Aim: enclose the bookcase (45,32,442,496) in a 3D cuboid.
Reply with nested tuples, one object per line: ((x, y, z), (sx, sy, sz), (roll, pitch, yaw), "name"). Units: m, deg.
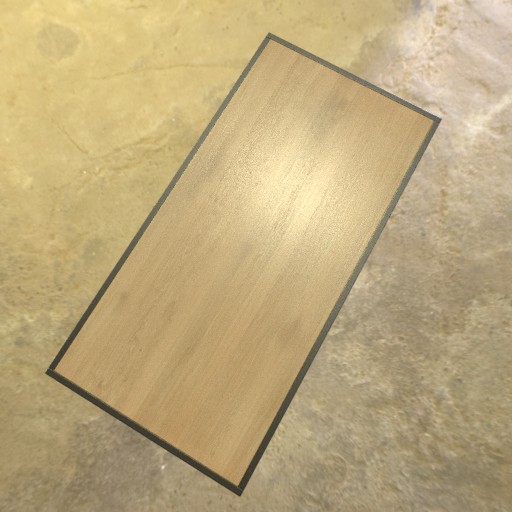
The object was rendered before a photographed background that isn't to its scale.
((0.000, 0.000, 1.236), (0.500, 0.400, 1.000), (29, 79, 6), "bookcase")
